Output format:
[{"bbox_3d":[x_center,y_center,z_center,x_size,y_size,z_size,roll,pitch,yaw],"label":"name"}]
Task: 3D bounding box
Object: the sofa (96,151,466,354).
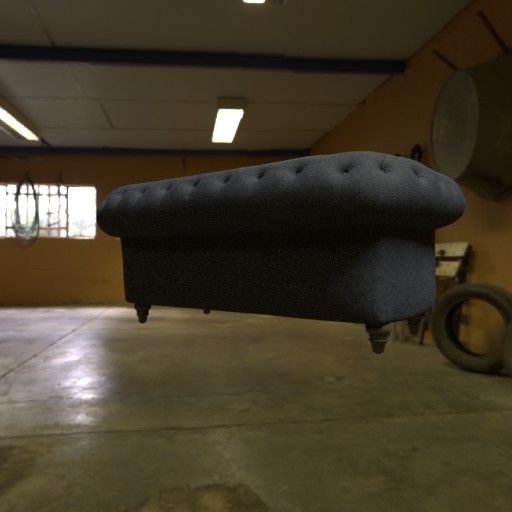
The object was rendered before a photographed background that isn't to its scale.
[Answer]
[{"bbox_3d":[0.000,0.000,2.472,1.988,0.833,1.082,0,-1,36],"label":"sofa"}]
